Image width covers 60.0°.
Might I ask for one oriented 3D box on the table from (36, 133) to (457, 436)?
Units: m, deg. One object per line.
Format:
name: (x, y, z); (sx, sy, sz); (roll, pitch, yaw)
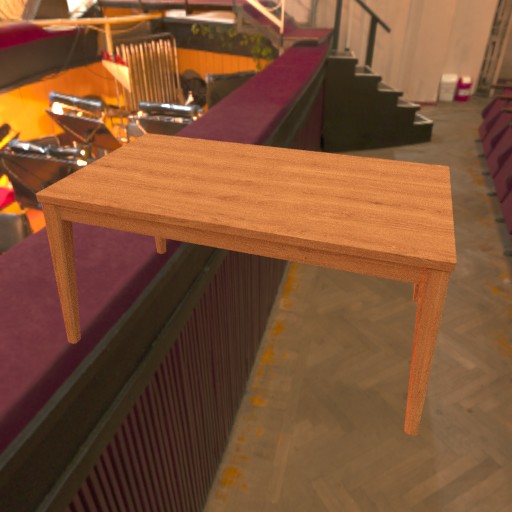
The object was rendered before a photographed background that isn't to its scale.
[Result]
table: (0.000, 0.000, 2.058); (1.600, 0.760, 0.900); (10, 34, 16)
